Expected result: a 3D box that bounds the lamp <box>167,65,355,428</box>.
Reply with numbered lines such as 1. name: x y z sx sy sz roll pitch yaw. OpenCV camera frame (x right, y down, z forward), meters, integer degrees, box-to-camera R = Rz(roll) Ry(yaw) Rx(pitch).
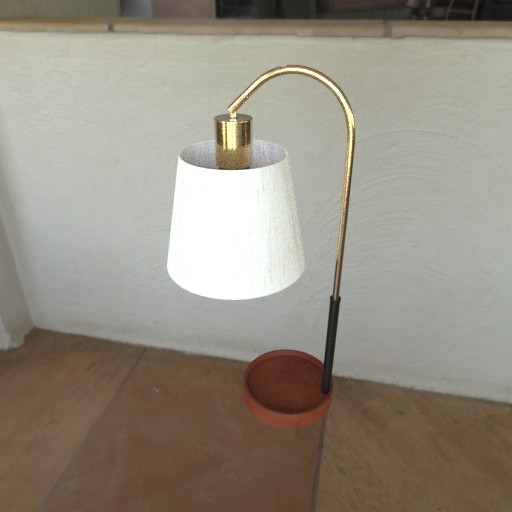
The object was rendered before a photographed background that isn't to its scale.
1. lamp: 0.000 0.000 0.669 0.273 0.536 0.211 8 31 14
